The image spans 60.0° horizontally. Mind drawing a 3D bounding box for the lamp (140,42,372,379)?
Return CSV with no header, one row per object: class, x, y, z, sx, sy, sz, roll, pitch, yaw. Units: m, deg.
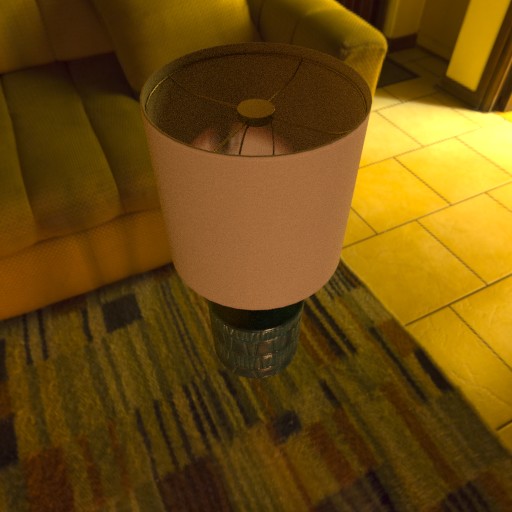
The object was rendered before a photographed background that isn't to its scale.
lamp,0.000,0.000,0.576,0.211,0.455,0.211,35,56,27
